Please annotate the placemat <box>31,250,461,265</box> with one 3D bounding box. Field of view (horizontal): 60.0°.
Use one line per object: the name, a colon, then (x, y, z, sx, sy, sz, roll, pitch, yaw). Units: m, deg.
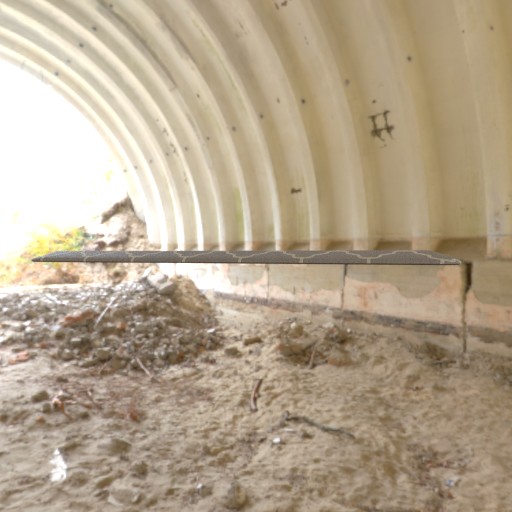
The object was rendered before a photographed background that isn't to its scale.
placemat: (0.000, 0.000, 0.957, 0.762, 0.021, 0.508, 0, 0, 19)
